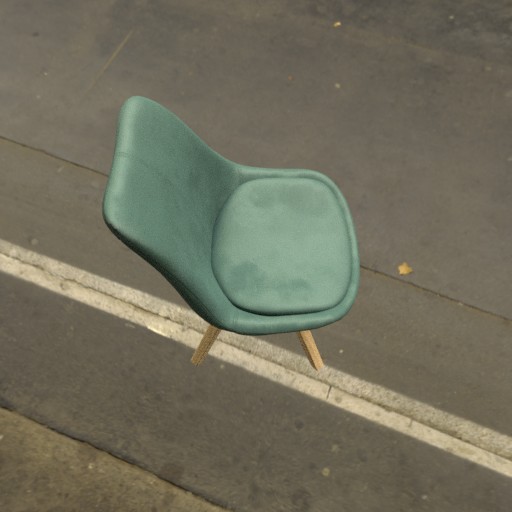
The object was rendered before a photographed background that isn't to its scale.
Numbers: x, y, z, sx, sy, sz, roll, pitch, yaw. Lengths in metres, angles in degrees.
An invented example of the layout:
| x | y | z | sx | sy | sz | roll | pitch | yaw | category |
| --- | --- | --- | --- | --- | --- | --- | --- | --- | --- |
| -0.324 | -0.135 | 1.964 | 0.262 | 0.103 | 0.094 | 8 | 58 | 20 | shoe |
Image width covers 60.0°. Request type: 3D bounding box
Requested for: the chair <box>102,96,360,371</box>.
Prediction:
| x | y | z | sx | sy | sz | roll | pitch | yaw | category |
| --- | --- | --- | --- | --- | --- | --- | --- | --- | --- |
| 0.000 | 0.000 | 1.206 | 0.547 | 0.865 | 0.483 | 0 | 64 | 0 | chair |
